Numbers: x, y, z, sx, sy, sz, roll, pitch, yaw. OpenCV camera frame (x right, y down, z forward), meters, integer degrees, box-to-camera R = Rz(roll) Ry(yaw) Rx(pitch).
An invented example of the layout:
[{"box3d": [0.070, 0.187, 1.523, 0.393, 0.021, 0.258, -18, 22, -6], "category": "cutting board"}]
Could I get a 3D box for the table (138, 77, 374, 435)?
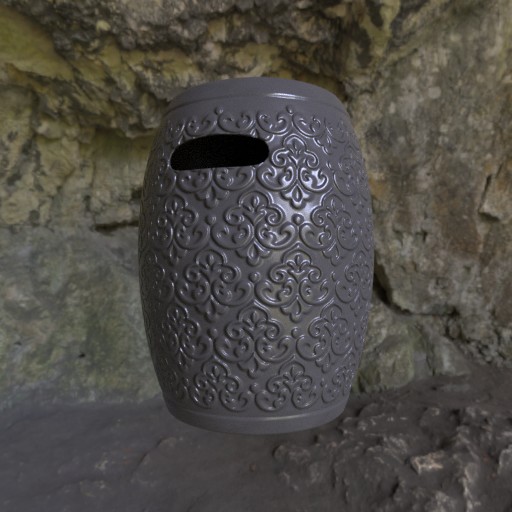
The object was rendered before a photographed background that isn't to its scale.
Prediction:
[{"box3d": [0.000, 0.000, 0.600, 0.309, 0.397, 0.309, 0, 0, 0], "category": "table"}]
